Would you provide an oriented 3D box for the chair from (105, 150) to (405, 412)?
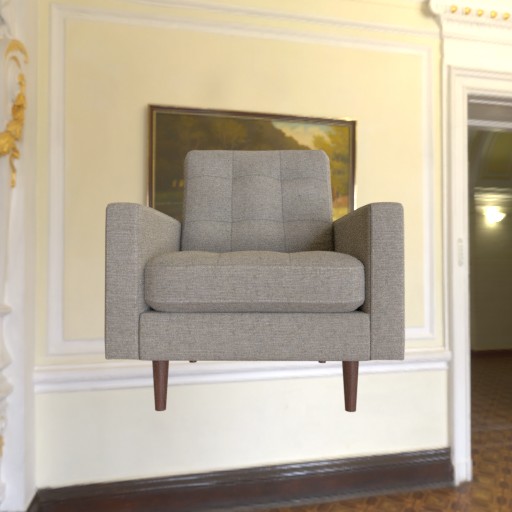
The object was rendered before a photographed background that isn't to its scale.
[{"bbox_3d":[0.000,0.000,1.583,0.821,0.880,0.843,0,-1,1],"label":"chair"}]
